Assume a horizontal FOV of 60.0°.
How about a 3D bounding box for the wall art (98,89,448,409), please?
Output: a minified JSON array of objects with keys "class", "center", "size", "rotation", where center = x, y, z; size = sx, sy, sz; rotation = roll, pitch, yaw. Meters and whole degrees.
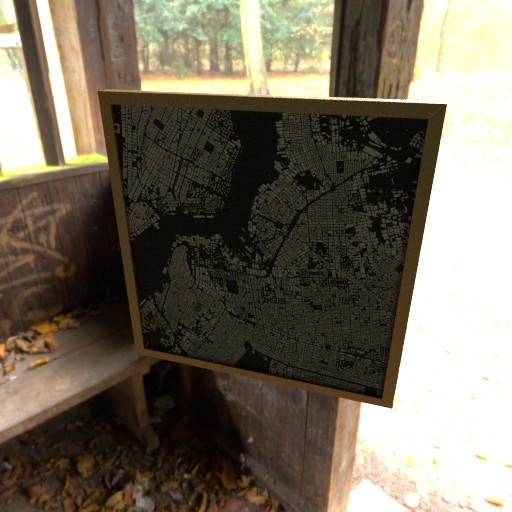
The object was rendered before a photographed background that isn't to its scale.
[{"class":"wall art","center":[0.000,0.000,2.815],"size":[1.926,1.926,0.099],"rotation":[8,27,16]}]
